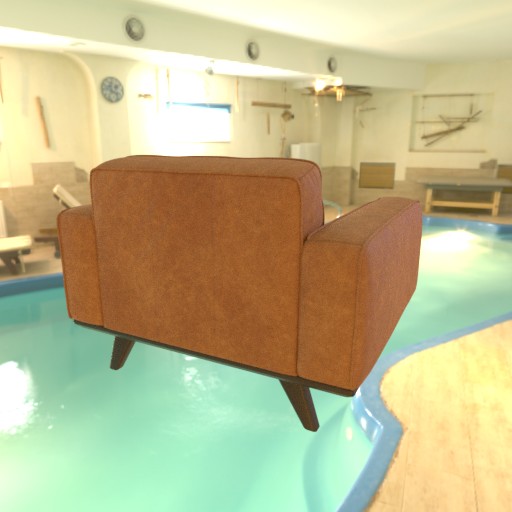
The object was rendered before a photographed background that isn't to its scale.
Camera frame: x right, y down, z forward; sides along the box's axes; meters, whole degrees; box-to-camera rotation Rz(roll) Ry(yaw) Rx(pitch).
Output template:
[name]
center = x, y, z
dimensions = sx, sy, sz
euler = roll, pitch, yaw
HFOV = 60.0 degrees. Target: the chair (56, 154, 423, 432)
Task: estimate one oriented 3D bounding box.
[chair]
center = 0.000, 0.000, 1.726
dimensions = 1.118, 0.782, 0.952
euler = 8, 17, 26
